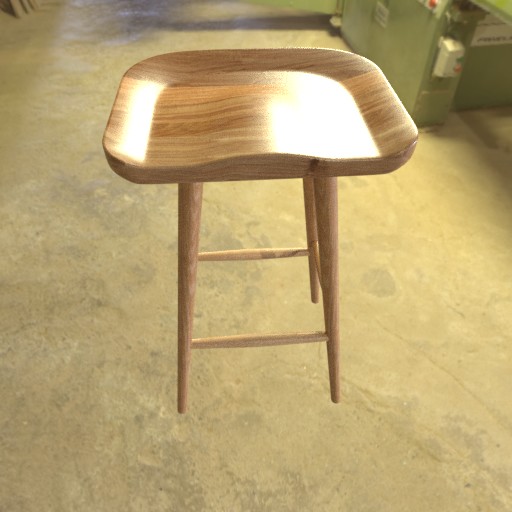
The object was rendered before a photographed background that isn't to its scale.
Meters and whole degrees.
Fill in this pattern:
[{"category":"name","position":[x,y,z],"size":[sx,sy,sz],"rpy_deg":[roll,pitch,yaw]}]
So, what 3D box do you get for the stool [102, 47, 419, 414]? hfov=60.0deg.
[{"category":"stool","position":[0.000,0.000,0.902],"size":[0.407,0.698,0.322],"rpy_deg":[-3,46,-3]}]
